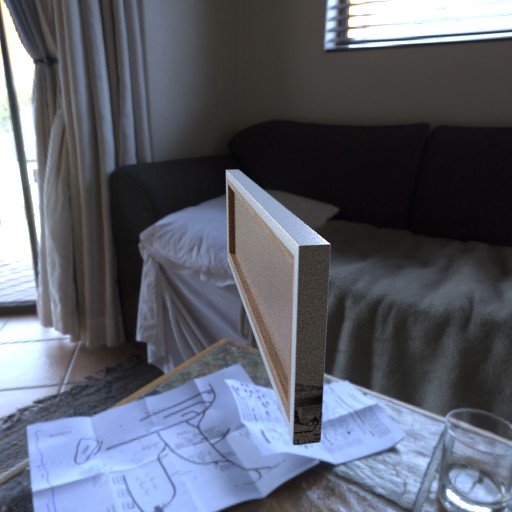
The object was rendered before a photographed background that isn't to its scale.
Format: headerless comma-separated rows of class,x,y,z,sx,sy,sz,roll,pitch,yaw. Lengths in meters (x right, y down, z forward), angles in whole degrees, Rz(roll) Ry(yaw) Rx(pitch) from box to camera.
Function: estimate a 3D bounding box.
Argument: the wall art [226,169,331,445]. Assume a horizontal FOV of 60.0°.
wall art,0.000,0.000,0.873,0.036,0.256,0.766,-3,17,-9
